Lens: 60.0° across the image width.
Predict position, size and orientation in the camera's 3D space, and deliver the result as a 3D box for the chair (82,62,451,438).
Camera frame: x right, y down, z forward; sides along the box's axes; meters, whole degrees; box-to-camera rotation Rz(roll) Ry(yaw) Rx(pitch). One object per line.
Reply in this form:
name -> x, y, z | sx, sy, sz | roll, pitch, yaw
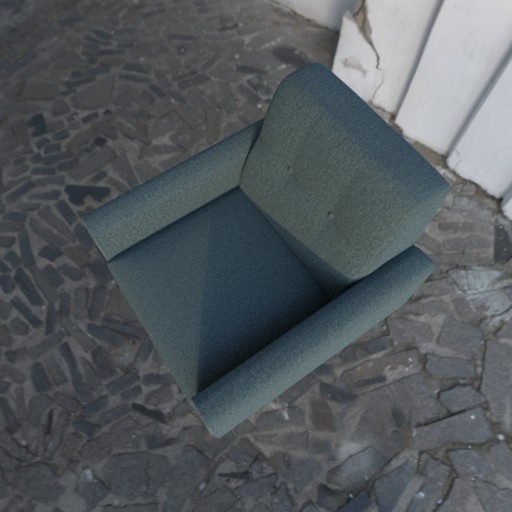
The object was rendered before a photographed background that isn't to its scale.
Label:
chair -> 0.000, 0.000, 1.667 | 0.964, 0.940, 0.880 | -32, 68, -14
